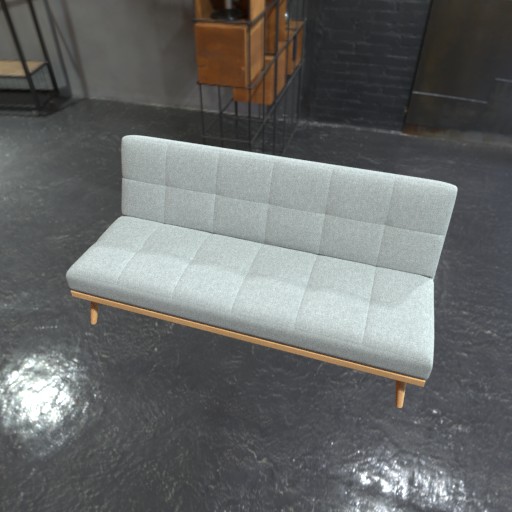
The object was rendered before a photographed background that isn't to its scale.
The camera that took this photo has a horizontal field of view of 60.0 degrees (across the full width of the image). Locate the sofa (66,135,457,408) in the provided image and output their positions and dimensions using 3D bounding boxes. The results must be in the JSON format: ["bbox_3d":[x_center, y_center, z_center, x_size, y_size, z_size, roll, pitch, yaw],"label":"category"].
[{"bbox_3d":[0.000,0.000,2.304,1.820,0.800,0.800,12,42,14],"label":"sofa"}]
